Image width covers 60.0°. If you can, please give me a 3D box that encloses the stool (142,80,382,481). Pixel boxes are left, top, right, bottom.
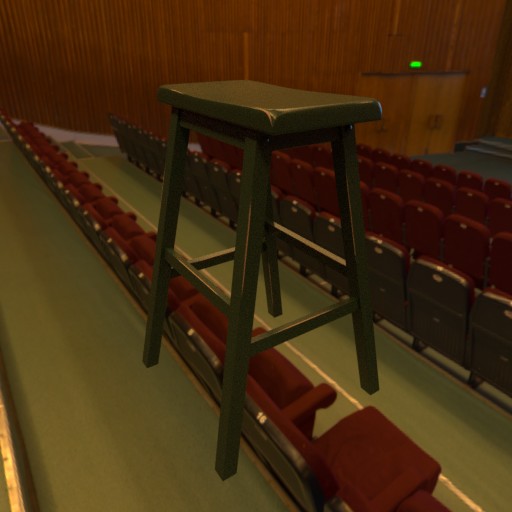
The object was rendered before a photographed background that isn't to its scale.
[{"bbox_3d":[0.000,0.000,1.051,0.476,0.737,0.457,-17,31,-30],"label":"stool"}]
